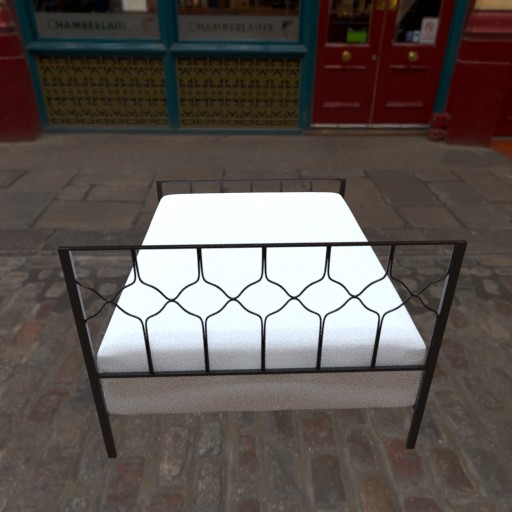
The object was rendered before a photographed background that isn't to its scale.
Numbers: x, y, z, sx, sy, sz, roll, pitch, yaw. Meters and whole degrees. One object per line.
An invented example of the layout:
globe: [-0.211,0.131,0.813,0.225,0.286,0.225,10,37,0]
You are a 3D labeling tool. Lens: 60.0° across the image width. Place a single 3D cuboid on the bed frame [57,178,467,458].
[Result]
bed frame: [0.000,0.000,2.920,1.597,1.222,2.063,-1,29,-2]
